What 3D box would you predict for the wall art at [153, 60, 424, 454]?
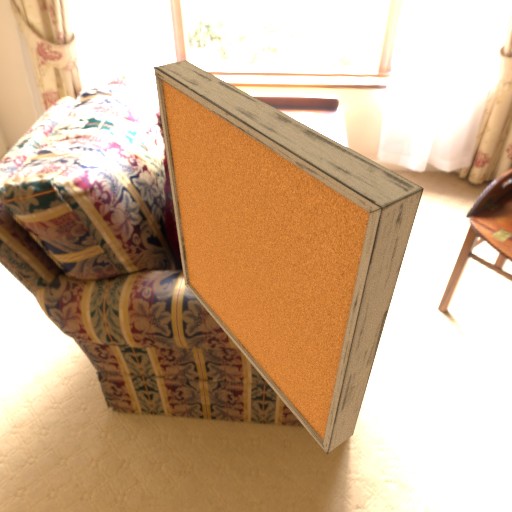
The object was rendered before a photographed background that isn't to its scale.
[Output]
[{"bbox_3d":[0.000,0.000,0.455,0.036,0.303,0.303,-25,46,-26],"label":"wall art"}]
